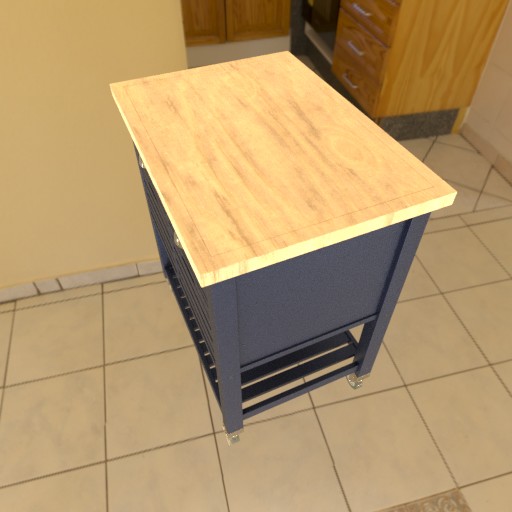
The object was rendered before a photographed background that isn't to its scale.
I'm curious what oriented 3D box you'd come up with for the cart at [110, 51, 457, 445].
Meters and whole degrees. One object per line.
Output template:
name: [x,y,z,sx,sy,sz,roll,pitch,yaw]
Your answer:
cart: [0.000,0.000,1.431,0.567,0.920,0.797,-18,49,-16]
